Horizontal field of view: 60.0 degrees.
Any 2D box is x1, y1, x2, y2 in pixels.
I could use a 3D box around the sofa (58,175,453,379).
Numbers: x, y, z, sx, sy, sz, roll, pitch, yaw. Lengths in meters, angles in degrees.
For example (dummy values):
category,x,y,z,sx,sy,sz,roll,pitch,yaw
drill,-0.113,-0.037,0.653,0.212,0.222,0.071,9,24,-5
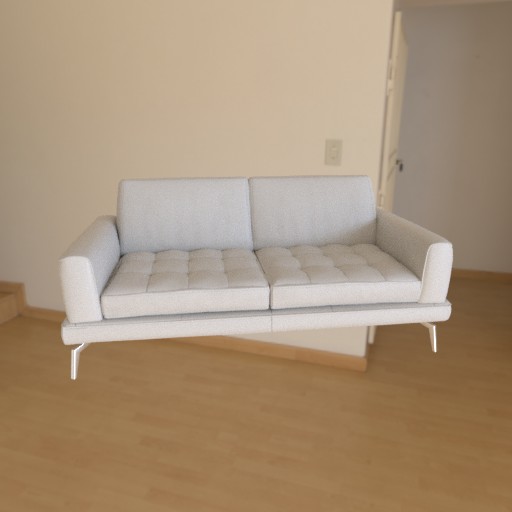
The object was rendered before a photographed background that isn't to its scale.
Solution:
category,x,y,z,sx,sy,sz,roll,pitch,yaw
sofa,0.000,0.000,2.840,2.177,0.930,1.121,-2,17,-7
